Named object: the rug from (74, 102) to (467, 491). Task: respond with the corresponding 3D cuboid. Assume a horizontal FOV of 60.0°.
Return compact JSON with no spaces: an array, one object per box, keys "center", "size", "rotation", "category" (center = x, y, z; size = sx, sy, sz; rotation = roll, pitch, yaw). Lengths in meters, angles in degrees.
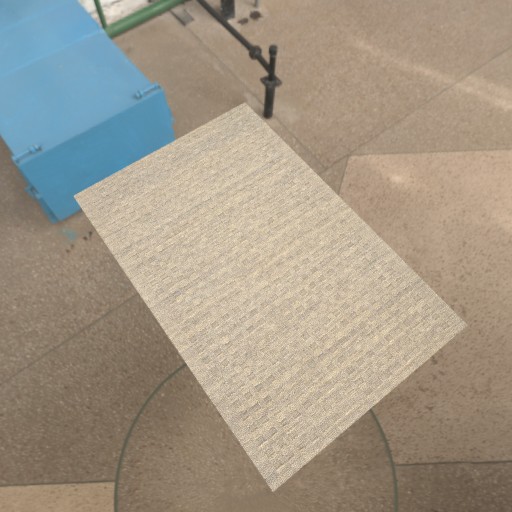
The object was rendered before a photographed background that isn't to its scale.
[{"center":[0.000,0.000,2.220],"size":[1.142,0.006,1.752],"rotation":[-34,68,-16],"category":"rug"}]
